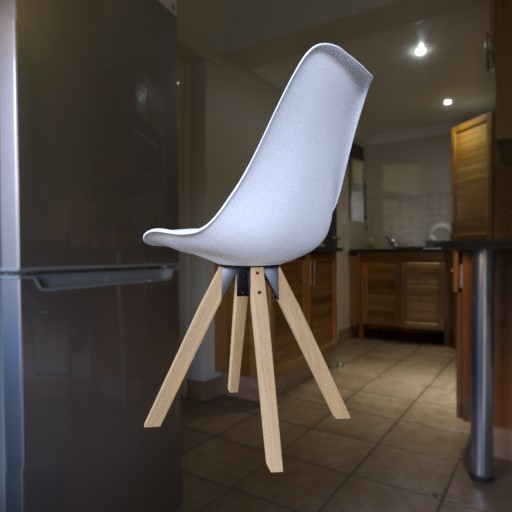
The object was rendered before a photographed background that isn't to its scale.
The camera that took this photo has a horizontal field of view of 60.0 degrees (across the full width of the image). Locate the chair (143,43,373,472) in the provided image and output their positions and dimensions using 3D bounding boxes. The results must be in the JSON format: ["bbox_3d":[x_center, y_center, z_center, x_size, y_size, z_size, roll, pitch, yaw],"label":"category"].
[{"bbox_3d":[0.000,0.000,1.114,0.550,0.849,0.485,1,2,35],"label":"chair"}]
